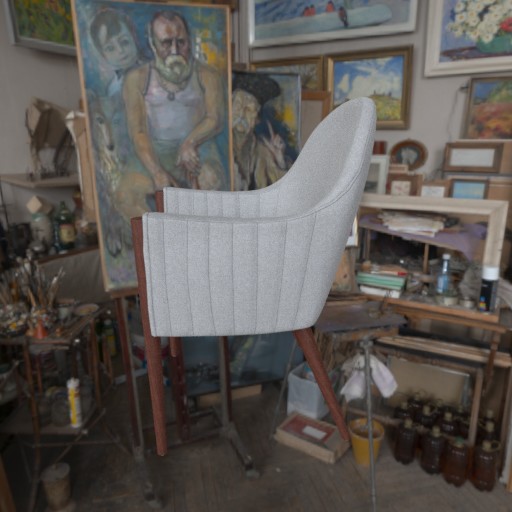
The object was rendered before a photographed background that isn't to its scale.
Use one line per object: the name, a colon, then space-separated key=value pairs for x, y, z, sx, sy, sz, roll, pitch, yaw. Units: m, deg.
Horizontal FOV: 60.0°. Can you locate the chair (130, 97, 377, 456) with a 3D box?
chair: x=0.000 y=0.000 z=1.308 sx=0.620 sy=0.889 sz=0.610 roll=-2 pitch=15 yaw=-7
